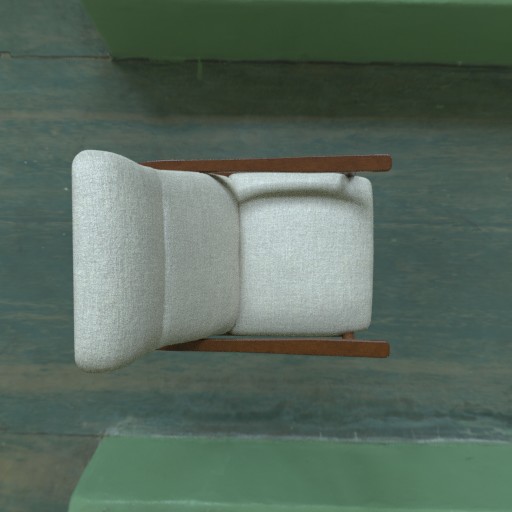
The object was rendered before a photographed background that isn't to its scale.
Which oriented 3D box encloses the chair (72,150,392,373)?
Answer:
[{"bbox_3d":[0.000,0.000,1.747,1.014,1.082,0.762,0,92,1],"label":"chair"}]
